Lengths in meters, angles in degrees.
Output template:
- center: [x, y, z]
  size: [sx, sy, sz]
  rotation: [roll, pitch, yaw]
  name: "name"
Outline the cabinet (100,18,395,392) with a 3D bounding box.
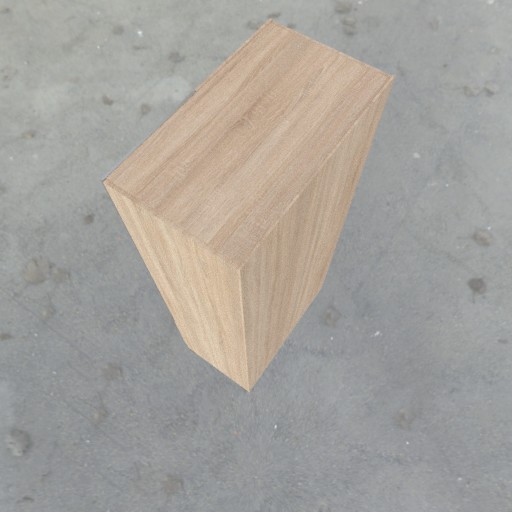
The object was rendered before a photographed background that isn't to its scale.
- center: [0.000, 0.000, 2.524]
  size: [0.590, 2.121, 1.001]
  rotation: [32, 68, 15]
  name: "cabinet"
